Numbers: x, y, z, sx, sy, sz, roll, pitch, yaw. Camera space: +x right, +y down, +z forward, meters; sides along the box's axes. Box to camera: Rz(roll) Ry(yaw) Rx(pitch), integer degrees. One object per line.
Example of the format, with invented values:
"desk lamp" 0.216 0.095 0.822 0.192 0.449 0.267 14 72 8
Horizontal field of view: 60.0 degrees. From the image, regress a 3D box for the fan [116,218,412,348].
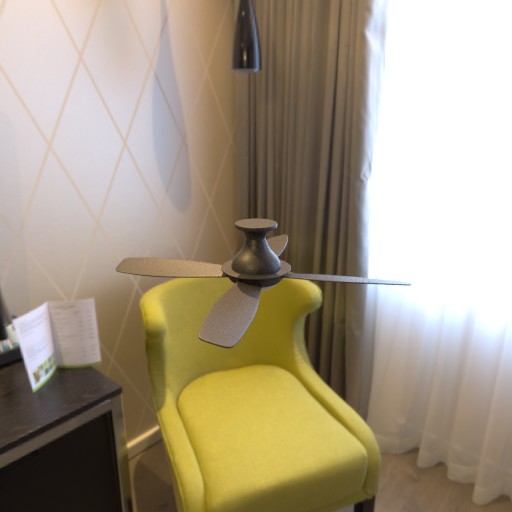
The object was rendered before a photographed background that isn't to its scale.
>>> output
"fan" 0.000 0.000 2.504 1.694 0.382 1.694 3 18 11
